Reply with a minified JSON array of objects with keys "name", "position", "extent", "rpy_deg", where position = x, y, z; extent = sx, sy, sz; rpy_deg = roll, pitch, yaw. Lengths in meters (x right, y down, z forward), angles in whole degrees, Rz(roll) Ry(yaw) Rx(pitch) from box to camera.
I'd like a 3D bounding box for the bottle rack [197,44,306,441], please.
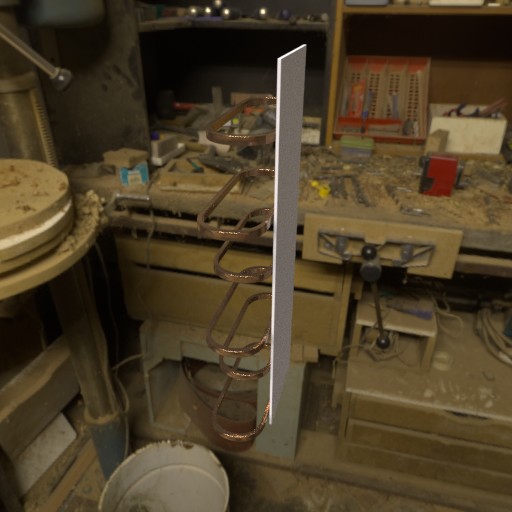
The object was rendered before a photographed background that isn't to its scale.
[{"name":"bottle rack","position":[0.000,0.000,0.836],"extent":[0.118,0.709,0.332],"rpy_deg":[8,32,13]}]
